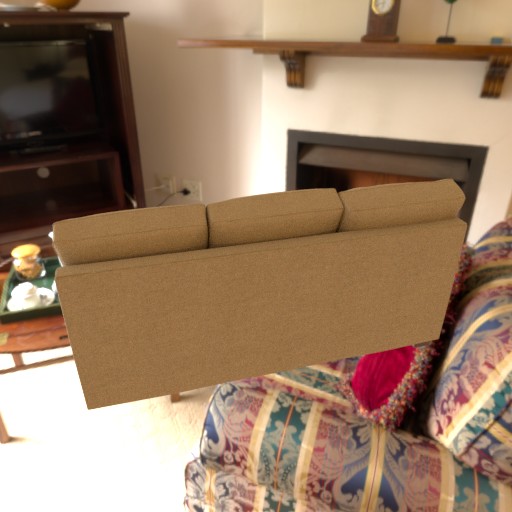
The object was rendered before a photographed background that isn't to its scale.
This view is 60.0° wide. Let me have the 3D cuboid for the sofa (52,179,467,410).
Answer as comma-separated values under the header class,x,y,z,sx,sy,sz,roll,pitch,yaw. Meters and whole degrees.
class,x,y,z,sx,sy,sz,roll,pitch,yaw
sofa,0.000,0.000,2.729,2.092,1.036,1.127,-8,29,-14
